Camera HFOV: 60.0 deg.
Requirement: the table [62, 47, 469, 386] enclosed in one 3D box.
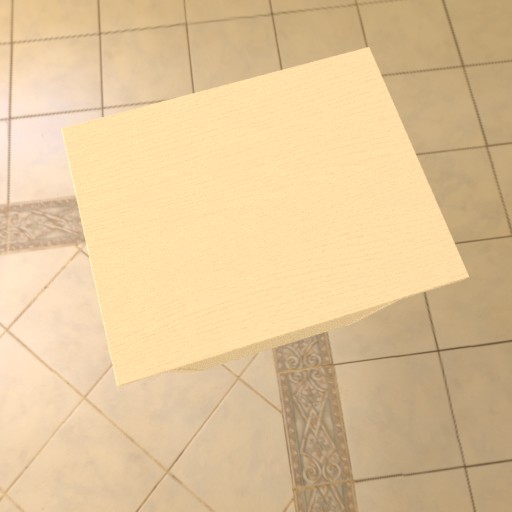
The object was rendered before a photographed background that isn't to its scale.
[{"bbox_3d":[0.000,0.000,0.927,0.480,0.635,0.381,-16,76,-4],"label":"table"}]
